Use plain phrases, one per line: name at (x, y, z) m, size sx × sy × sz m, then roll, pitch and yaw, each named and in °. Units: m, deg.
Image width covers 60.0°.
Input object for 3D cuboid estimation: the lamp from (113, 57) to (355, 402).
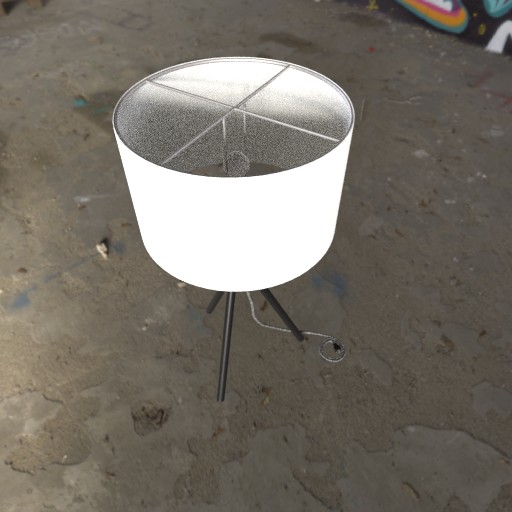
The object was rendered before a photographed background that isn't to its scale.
lamp at (0.000, 0.000, 0.912) m, size 0.422 × 0.674 × 0.353 m, roll -16°, pitch 49°, yaw -15°
